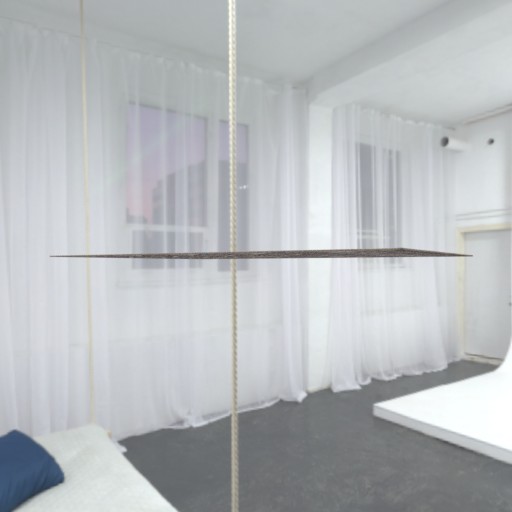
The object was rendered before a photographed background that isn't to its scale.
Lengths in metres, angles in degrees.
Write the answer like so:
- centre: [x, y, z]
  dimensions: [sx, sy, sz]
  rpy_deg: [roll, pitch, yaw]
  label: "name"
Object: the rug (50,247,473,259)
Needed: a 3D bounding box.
- centre: [0.000, 0.000, 2.995]
  dimensions: [2.440, 0.010, 1.545]
  rpy_deg: [-1, -1, 35]
  label: "rug"
